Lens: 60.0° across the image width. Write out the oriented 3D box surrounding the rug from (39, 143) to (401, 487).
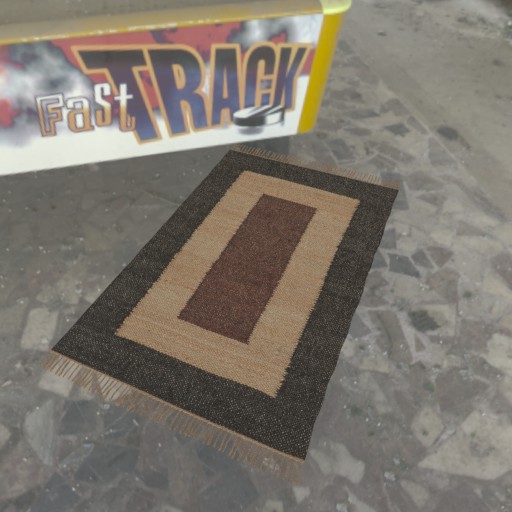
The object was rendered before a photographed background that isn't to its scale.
[{"bbox_3d":[0.000,0.000,1.829,0.920,0.013,1.541,17,48,17],"label":"rug"}]
